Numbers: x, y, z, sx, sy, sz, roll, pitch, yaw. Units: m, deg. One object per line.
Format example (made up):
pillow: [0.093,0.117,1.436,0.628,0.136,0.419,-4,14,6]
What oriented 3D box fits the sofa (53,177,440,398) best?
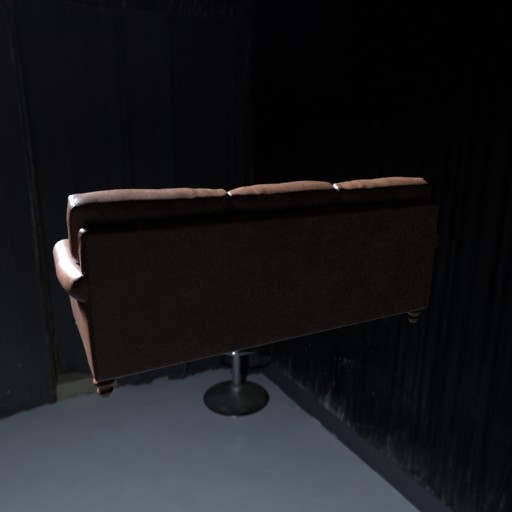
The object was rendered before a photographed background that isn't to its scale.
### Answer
sofa: [0.000,0.000,2.842,2.351,0.977,0.973,-7,16,-26]
